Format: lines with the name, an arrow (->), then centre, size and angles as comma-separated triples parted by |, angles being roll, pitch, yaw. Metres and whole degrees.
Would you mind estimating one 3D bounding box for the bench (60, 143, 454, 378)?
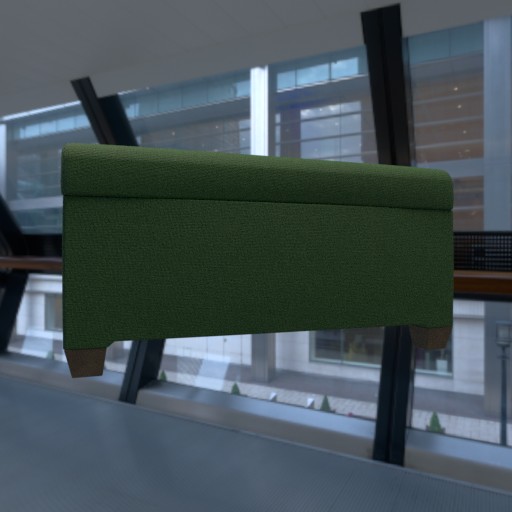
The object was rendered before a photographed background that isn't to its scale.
bench -> 0.000, 0.000, 1.261 | 0.989, 0.501, 0.505 | 0, 0, -18
